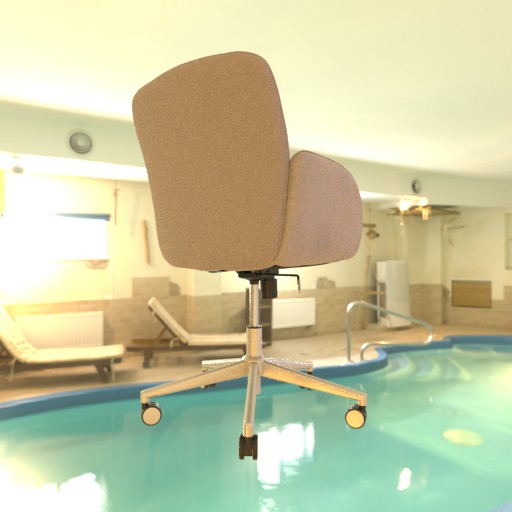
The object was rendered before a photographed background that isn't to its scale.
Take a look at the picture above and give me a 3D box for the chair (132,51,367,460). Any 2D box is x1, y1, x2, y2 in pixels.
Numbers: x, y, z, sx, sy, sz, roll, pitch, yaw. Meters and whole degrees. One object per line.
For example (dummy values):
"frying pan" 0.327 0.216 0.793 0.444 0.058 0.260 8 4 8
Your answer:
"chair" 0.000 0.000 1.361 0.648 0.959 0.654 0 0 38
